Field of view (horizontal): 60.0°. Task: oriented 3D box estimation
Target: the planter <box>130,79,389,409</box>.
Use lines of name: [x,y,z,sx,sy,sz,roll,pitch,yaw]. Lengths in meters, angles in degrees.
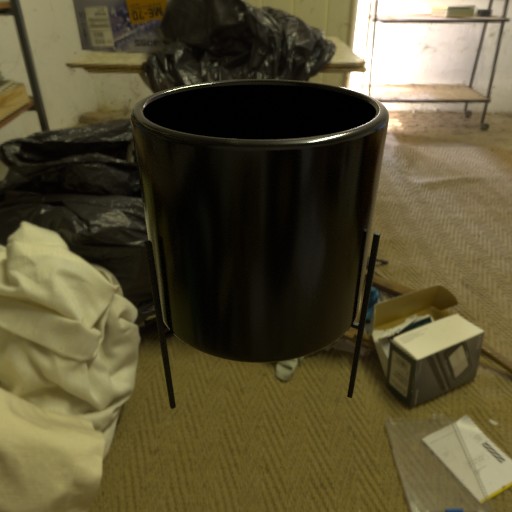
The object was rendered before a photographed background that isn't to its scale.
planter: [0.000,0.000,0.642,0.310,0.432,0.310,-11,34,-16]
